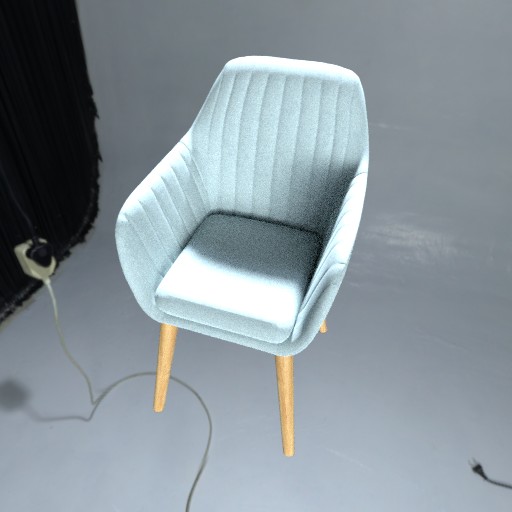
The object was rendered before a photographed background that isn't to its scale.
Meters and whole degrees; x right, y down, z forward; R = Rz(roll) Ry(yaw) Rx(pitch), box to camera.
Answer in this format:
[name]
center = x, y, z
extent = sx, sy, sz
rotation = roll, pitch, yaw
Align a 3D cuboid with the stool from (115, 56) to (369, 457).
[stool]
center = 0.000, 0.000, 1.172
extent = 0.503, 0.830, 0.590
rotation = 13, 43, 14
